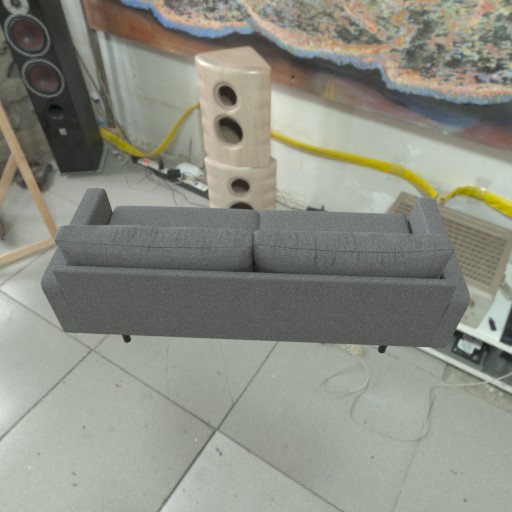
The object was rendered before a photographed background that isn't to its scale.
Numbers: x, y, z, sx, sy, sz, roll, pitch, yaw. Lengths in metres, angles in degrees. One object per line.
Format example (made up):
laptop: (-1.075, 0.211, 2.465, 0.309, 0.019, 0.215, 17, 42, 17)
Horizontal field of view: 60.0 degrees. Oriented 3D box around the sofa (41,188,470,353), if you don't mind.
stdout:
sofa: (0.000, 0.000, 2.673, 2.200, 0.880, 0.880, 2, 46, 2)
